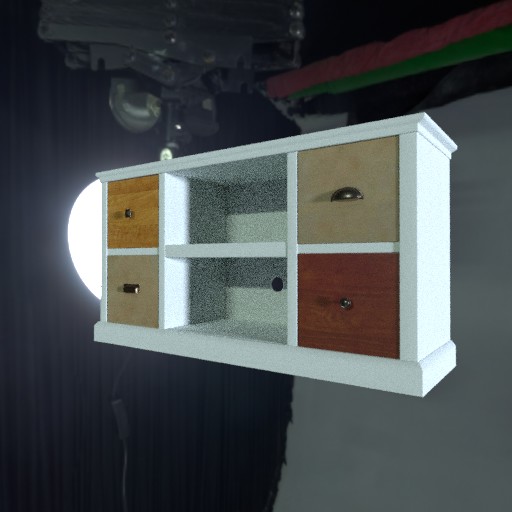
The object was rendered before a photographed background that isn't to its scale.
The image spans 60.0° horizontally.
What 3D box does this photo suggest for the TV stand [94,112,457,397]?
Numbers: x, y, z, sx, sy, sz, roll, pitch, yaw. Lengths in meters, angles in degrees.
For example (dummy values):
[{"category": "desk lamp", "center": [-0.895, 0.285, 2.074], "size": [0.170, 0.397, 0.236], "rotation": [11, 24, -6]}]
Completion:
[{"category": "TV stand", "center": [0.000, 0.000, 1.473], "size": [1.187, 0.624, 0.424], "rotation": [0, -1, 35]}]
